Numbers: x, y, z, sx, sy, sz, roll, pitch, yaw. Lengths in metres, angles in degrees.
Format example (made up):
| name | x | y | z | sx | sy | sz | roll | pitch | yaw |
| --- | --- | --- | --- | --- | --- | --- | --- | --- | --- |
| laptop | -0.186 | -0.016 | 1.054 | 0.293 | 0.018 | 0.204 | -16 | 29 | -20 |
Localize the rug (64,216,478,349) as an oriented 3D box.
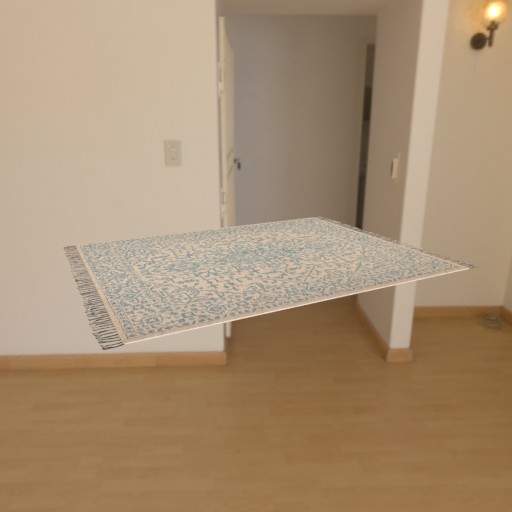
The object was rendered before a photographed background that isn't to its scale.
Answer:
| name | x | y | z | sx | sy | sz | roll | pitch | yaw |
| --- | --- | --- | --- | --- | --- | --- | --- | --- | --- |
| rug | 0.000 | 0.000 | 4.333 | 3.327 | 0.010 | 2.464 | -9 | 19 | -26 |
